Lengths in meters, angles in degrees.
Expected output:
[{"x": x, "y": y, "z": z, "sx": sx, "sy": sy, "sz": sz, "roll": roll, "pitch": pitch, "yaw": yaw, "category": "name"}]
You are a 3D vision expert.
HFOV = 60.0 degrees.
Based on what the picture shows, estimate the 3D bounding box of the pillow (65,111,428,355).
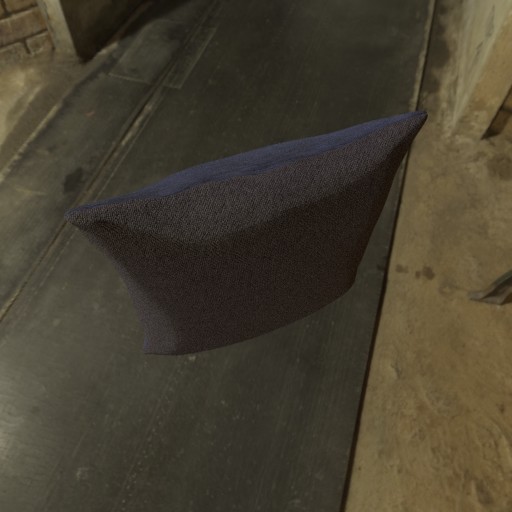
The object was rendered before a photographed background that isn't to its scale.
[{"x": 0.000, "y": 0.000, "z": 0.695, "sx": 0.452, "sy": 0.439, "sz": 0.204, "roll": -18, "pitch": 60, "yaw": -11, "category": "pillow"}]
